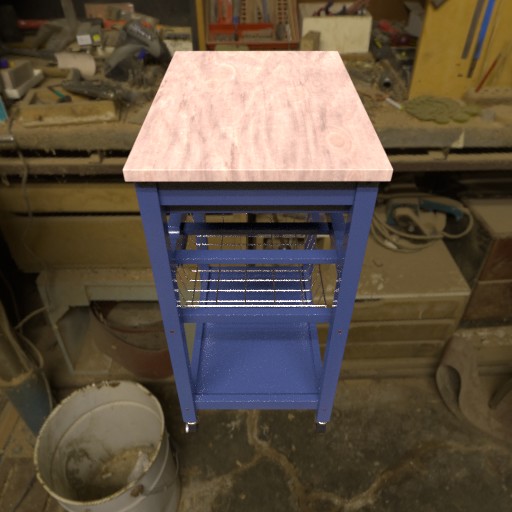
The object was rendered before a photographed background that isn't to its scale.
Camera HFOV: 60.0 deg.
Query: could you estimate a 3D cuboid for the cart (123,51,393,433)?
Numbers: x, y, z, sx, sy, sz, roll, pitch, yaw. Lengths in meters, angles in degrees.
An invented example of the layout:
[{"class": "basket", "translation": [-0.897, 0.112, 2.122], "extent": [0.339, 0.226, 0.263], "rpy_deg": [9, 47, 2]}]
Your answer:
[{"class": "cart", "translation": [0.000, 0.000, 1.146], "extent": [0.403, 0.839, 0.584], "rpy_deg": [0, 41, 0]}]
